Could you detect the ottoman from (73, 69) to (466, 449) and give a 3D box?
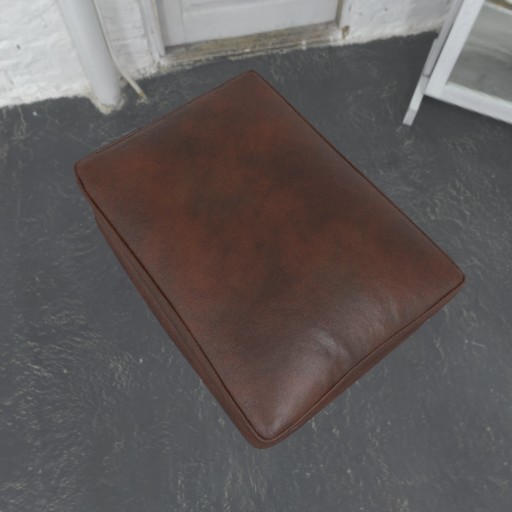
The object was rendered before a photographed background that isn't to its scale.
[{"bbox_3d":[0.000,0.000,0.977,0.501,0.432,0.665,-34,69,-15],"label":"ottoman"}]
